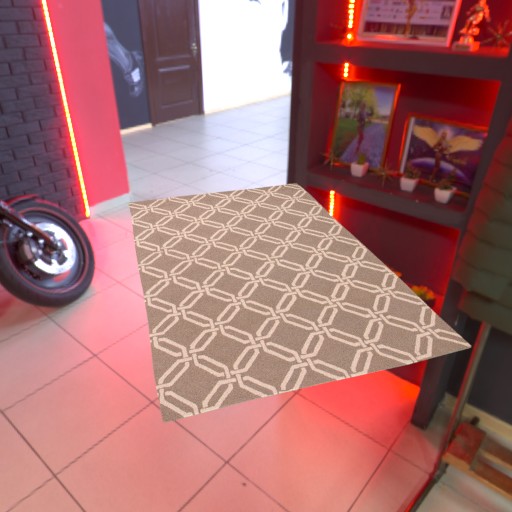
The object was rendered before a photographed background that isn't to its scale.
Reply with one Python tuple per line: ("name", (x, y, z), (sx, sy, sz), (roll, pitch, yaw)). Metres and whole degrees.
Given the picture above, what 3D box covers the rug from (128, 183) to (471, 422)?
("rug", (0.000, 0.000, 2.204), (1.142, 0.010, 1.748), (-9, 32, -15))
